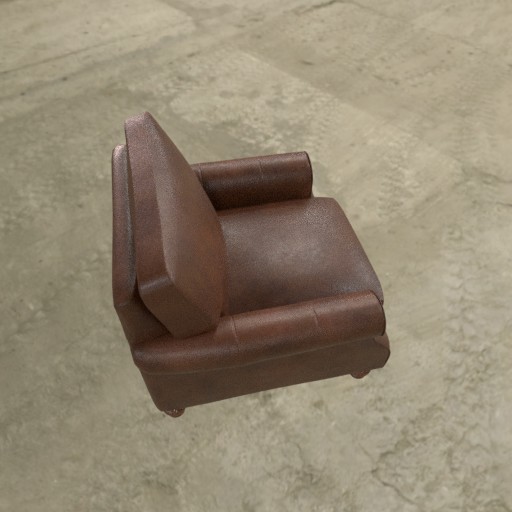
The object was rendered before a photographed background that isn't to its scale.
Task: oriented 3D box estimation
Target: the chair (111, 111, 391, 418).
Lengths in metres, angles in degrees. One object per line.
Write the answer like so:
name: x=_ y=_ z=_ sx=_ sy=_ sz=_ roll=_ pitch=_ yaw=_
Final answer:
chair: x=0.000 y=0.000 z=1.785 sx=0.992 sy=0.972 sz=0.989 roll=-9 pitch=49 yaw=-8
